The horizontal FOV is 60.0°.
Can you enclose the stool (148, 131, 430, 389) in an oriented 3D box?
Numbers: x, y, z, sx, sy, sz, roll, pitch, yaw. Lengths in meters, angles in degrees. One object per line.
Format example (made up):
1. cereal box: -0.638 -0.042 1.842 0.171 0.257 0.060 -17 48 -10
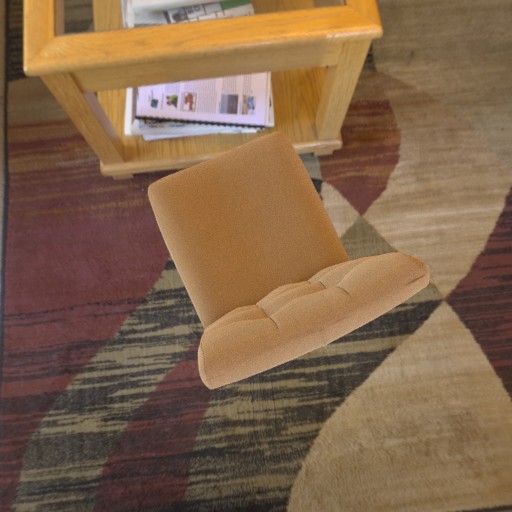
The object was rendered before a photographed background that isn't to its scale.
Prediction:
1. stool: 0.000 0.000 1.202 0.427 0.885 0.571 -24 77 -6
